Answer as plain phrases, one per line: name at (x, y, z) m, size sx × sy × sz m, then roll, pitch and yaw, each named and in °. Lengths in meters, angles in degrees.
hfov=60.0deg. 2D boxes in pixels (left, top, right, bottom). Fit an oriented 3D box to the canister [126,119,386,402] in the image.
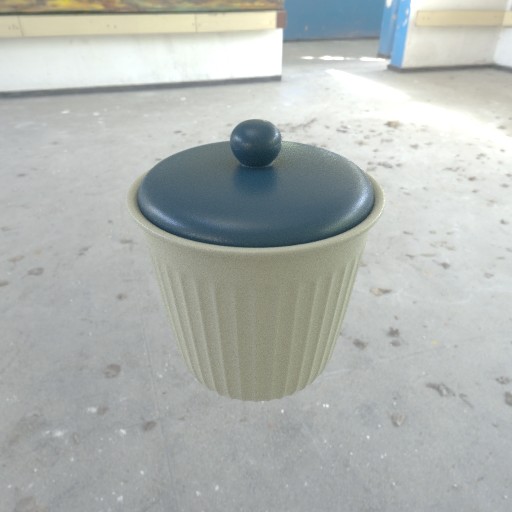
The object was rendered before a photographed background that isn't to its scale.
canister at (0.000, 0.000, 0.349) m, size 0.181 × 0.211 × 0.181 m, roll 0°, pitch 32°, yaw 0°
